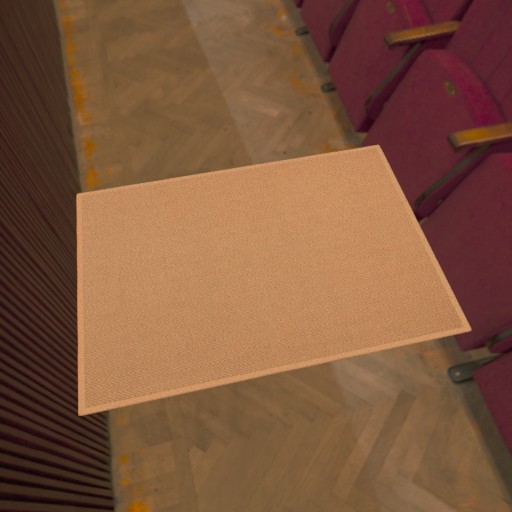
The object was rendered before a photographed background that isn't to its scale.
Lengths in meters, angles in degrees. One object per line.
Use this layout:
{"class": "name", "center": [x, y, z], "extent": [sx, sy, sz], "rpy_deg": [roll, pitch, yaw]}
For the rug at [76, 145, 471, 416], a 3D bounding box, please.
{"class": "rug", "center": [0.000, 0.000, 2.842], "extent": [2.244, 0.017, 1.532], "rpy_deg": [-11, 59, -6]}
